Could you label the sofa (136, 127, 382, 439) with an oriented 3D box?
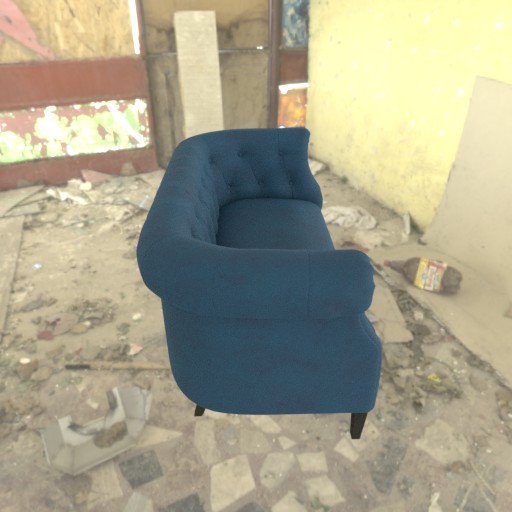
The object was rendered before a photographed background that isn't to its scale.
[{"bbox_3d":[0.000,0.000,2.066,0.835,0.827,1.558,-1,31,-1],"label":"sofa"}]
